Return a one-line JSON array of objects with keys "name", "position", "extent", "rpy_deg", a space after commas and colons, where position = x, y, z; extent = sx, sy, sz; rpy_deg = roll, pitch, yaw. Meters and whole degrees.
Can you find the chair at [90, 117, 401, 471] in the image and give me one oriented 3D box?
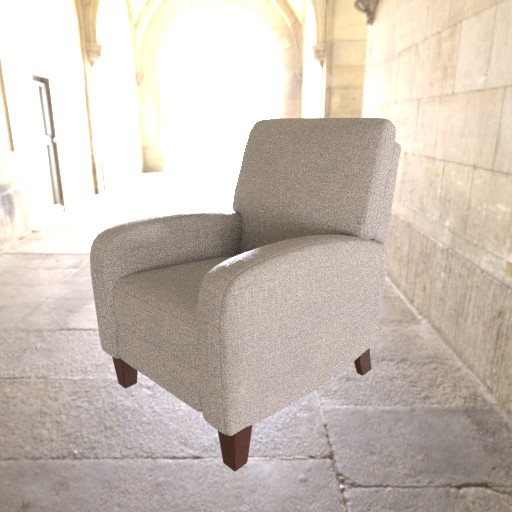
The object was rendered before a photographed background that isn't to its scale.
[{"name": "chair", "position": [0.000, 0.000, 1.658], "extent": [0.762, 0.990, 0.990], "rpy_deg": [16, 23, 42]}]
